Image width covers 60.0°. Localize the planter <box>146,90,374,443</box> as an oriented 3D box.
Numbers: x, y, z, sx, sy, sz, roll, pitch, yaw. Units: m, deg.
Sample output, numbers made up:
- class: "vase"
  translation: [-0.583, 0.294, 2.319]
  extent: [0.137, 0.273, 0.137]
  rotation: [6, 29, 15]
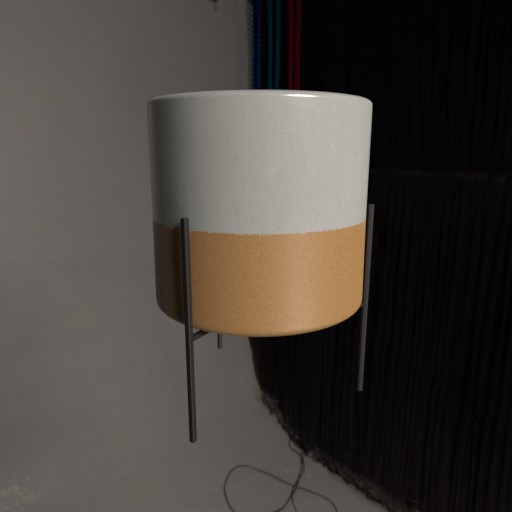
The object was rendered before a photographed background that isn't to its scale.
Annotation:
- class: "planter"
  translation: [0.000, 0.000, 0.657]
  extent: [0.310, 0.432, 0.310]
  rotation: [-12, 19, -41]
